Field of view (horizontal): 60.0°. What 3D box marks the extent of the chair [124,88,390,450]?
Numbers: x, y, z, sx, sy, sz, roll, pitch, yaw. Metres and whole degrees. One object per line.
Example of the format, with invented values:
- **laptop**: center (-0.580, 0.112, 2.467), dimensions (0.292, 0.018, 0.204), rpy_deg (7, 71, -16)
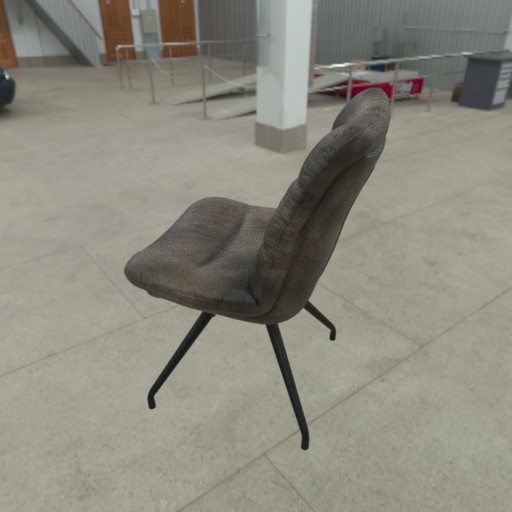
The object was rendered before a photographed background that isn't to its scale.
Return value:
- **chair**: center (0.000, 0.000, 1.257), dimensions (0.622, 0.870, 0.549), rpy_deg (9, 30, 15)
